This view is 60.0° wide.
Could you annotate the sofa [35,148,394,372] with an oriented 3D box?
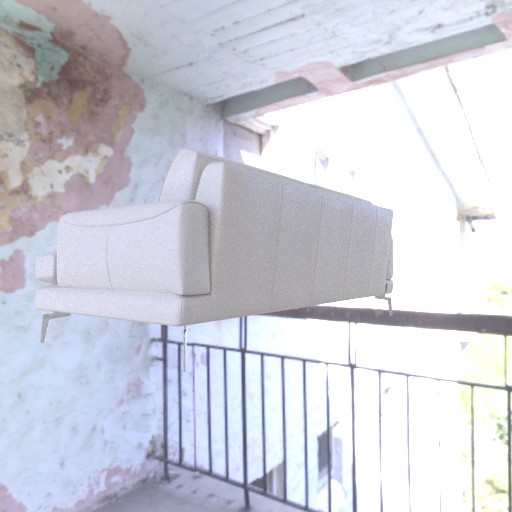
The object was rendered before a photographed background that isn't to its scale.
[{"bbox_3d":[0.000,0.000,2.401,0.974,0.765,1.940,-1,-1,37],"label":"sofa"}]
